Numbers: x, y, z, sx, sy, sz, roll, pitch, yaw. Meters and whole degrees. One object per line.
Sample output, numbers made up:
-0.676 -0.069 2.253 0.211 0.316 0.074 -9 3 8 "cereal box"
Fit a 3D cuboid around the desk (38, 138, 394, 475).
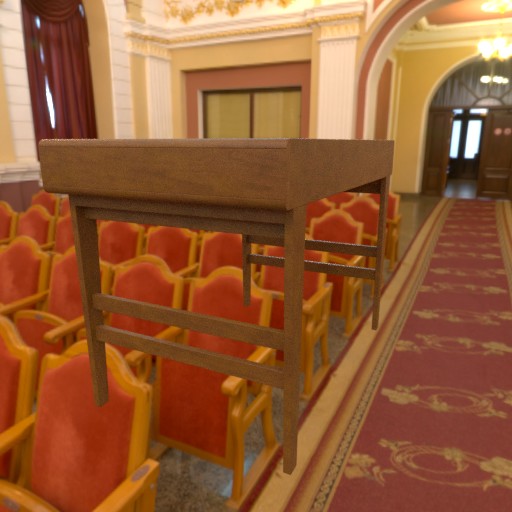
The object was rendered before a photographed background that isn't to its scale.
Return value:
0.000 0.000 1.488 0.660 0.754 1.066 7 16 26 "desk"
